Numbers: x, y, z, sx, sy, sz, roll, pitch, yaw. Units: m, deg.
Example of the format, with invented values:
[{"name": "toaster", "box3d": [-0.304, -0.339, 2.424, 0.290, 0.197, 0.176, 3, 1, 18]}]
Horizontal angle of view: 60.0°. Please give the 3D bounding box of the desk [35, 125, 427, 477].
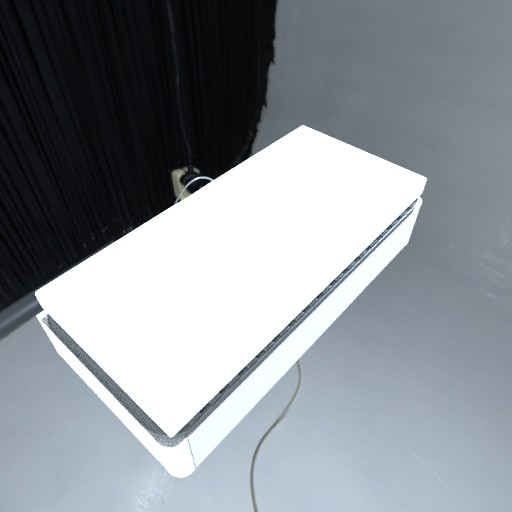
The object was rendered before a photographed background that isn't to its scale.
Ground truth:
[{"name": "desk", "box3d": [0.000, 0.000, 2.266, 0.900, 0.526, 1.900, 33, 54, 28]}]
